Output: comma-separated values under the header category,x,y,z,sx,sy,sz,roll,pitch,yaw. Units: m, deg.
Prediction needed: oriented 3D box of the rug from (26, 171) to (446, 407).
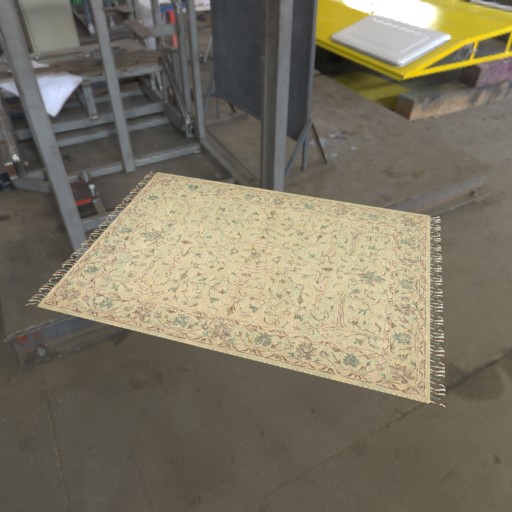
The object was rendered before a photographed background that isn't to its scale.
category,x,y,z,sx,sy,sz,roll,pitch,yaw
rug,0.000,0.000,2.245,1.802,0.008,1.247,11,42,12
